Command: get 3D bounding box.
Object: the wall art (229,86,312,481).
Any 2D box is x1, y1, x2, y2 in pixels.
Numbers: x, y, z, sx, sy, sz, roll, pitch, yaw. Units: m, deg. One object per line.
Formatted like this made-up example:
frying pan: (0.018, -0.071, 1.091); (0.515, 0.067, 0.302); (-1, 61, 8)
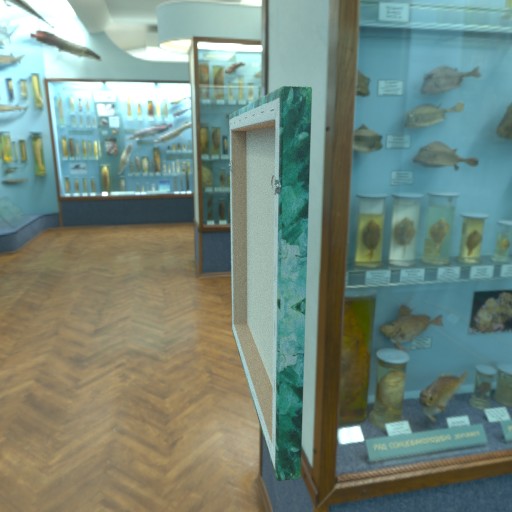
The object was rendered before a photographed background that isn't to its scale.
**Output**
wall art: (0.000, 0.000, 0.783); (0.038, 0.508, 0.507); (-2, 15, -10)
